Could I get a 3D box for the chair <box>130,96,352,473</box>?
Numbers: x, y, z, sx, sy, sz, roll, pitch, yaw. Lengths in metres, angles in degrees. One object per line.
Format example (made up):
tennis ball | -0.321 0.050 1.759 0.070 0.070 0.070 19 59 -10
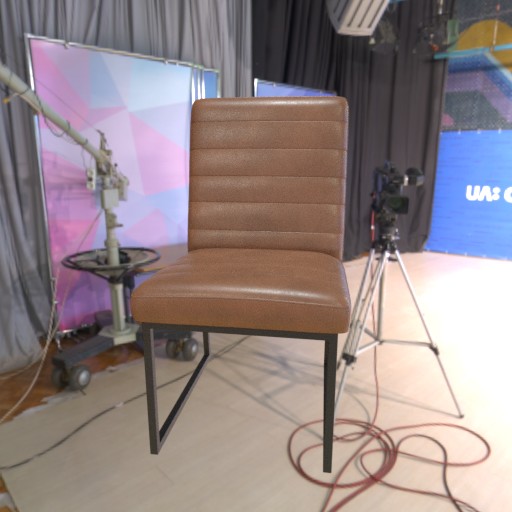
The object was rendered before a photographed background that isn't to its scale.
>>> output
chair | 0.000 0.000 1.290 0.520 0.930 0.634 2 14 8
